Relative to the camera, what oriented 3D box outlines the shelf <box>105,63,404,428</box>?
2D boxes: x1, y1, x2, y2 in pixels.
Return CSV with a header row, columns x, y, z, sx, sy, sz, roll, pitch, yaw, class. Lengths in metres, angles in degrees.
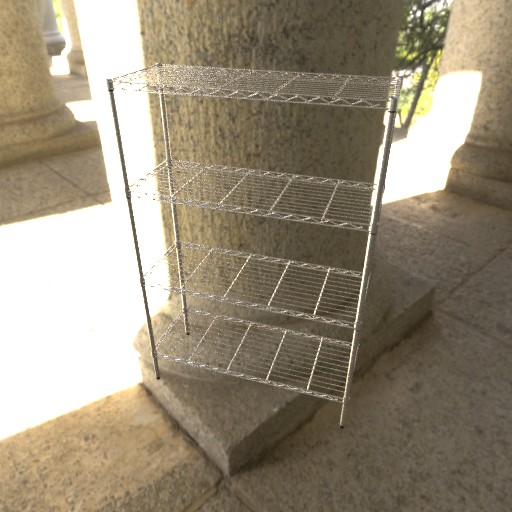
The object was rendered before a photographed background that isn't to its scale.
x,y,z,sx,sy,sz,roll,pitch,yaw,class
0.000,0.000,1.791,0.907,1.360,0.352,10,33,15,shelf
